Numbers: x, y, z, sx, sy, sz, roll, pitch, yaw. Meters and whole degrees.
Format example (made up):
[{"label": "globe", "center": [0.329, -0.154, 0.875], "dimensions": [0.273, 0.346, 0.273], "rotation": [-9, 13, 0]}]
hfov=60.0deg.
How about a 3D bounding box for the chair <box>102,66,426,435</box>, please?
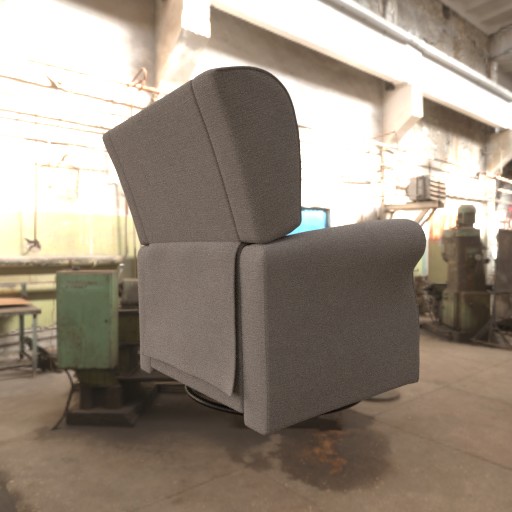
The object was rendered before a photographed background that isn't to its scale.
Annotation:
[{"label": "chair", "center": [0.000, 0.000, 1.589], "dimensions": [0.854, 0.966, 0.906], "rotation": [-1, 1, -37]}]
